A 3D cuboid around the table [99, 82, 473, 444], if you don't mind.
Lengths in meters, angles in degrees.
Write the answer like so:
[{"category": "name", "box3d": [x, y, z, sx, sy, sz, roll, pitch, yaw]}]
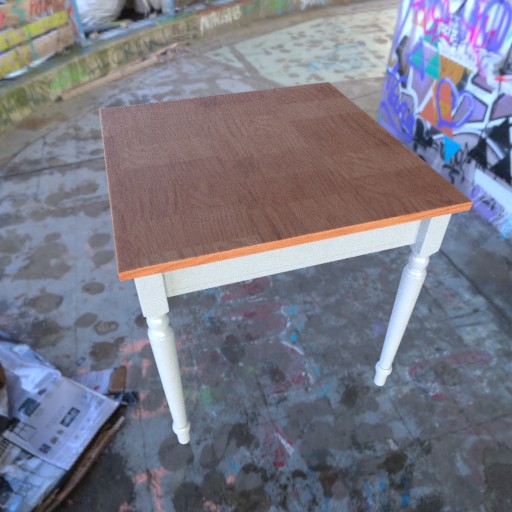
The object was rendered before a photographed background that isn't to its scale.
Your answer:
[{"category": "table", "box3d": [0.000, 0.000, 1.381, 0.747, 0.738, 0.747, -12, 42, -13]}]
